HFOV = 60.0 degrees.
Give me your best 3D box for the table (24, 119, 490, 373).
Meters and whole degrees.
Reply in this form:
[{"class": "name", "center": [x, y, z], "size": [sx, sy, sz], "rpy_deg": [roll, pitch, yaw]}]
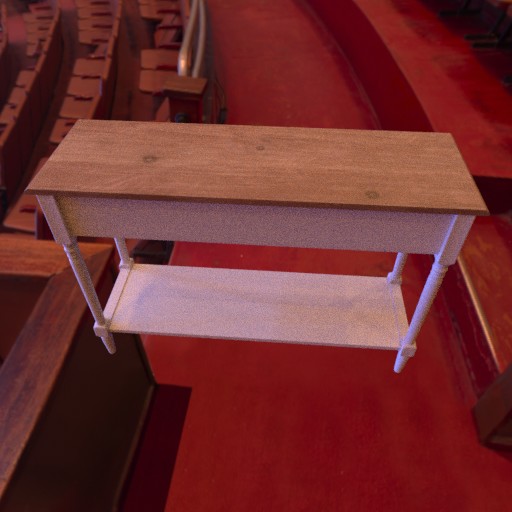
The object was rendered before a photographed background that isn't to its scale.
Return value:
[{"class": "table", "center": [0.000, 0.000, 1.569], "size": [1.219, 0.800, 0.399], "rpy_deg": [3, 44, 3]}]
